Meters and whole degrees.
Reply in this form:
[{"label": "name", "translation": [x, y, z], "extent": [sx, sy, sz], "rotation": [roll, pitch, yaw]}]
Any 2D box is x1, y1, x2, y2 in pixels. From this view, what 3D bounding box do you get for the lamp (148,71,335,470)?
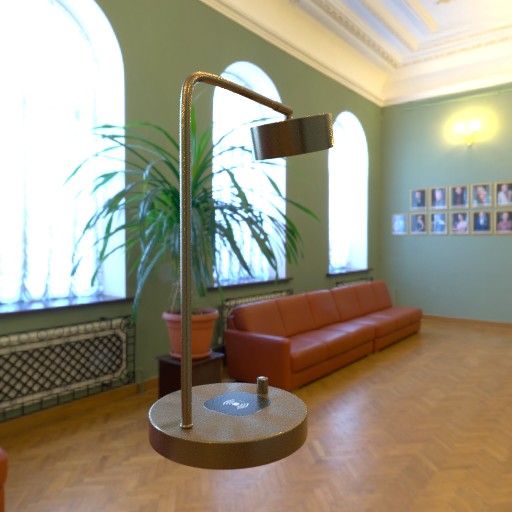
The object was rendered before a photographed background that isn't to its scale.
[{"label": "lamp", "translation": [0.000, 0.000, 0.519], "extent": [0.171, 0.380, 0.270], "rotation": [1, 2, 36]}]
